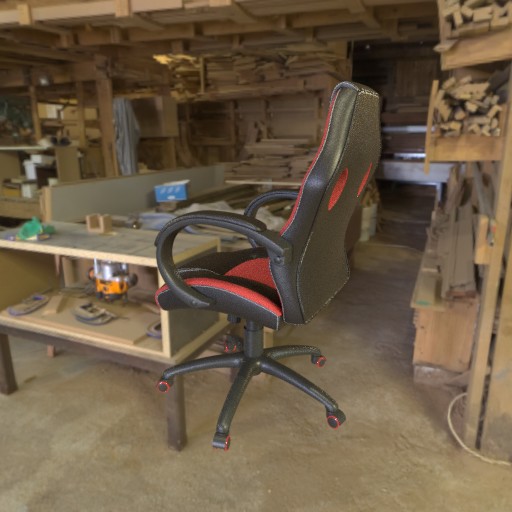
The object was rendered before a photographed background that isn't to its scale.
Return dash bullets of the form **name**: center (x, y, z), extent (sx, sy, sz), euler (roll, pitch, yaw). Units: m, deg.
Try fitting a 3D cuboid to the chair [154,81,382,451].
- **chair**: center (0.000, 0.000, 1.670), extent (0.783, 1.189, 0.750), euler (8, 18, 26)
